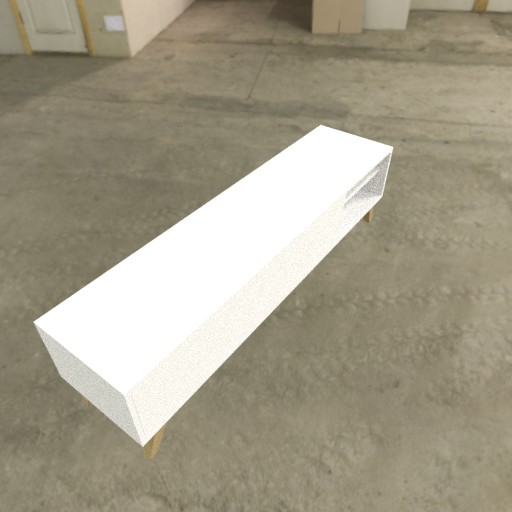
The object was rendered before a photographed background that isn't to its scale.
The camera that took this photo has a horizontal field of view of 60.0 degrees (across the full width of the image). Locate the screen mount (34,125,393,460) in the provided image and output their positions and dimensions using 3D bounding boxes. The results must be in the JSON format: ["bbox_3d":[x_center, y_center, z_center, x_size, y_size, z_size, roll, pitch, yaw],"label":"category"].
[{"bbox_3d":[0.000,0.000,1.846,0.399,0.432,1.644,26,48,27],"label":"screen mount"}]
